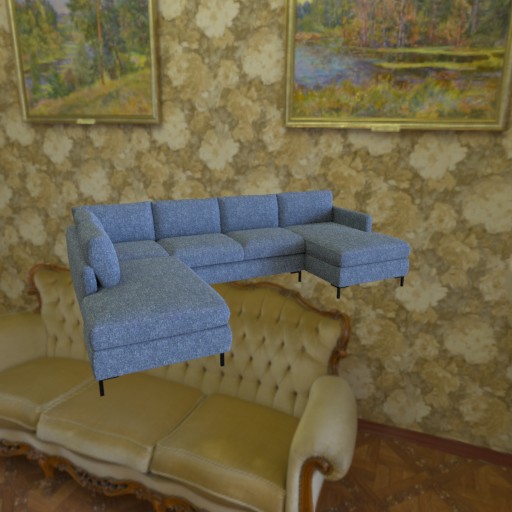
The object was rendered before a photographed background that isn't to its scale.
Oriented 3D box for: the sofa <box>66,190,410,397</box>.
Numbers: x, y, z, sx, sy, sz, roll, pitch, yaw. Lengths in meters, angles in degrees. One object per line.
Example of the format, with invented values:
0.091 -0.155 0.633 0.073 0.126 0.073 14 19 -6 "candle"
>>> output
0.000 0.000 3.557 2.737 0.756 1.879 -7 17 -25 "sofa"
